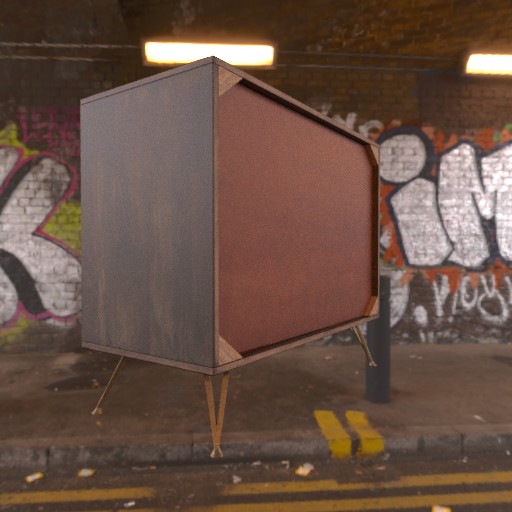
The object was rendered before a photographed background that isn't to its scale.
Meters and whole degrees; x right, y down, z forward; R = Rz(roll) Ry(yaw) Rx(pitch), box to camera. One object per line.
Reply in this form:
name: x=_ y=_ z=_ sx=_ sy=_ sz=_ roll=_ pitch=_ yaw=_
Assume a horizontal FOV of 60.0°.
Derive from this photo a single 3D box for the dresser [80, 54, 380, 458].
dresser: x=0.000 y=0.000 z=1.377 sx=0.453 sy=0.801 sz=0.923 roll=1 pitch=1 yaw=36
